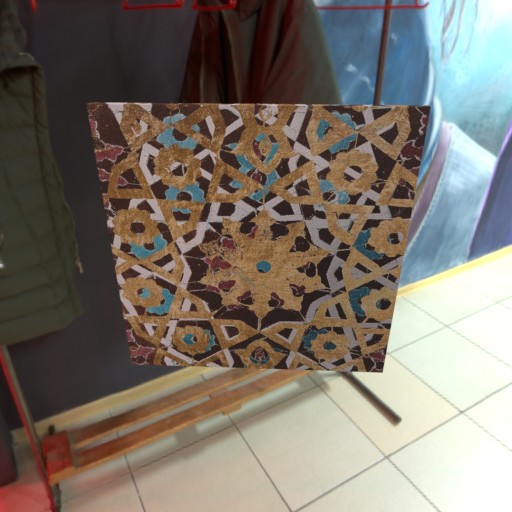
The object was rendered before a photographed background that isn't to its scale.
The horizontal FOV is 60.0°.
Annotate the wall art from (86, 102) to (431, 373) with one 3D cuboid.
[{"bbox_3d":[0.000,0.000,0.620,0.404,0.406,0.010,1,29,2],"label":"wall art"}]
